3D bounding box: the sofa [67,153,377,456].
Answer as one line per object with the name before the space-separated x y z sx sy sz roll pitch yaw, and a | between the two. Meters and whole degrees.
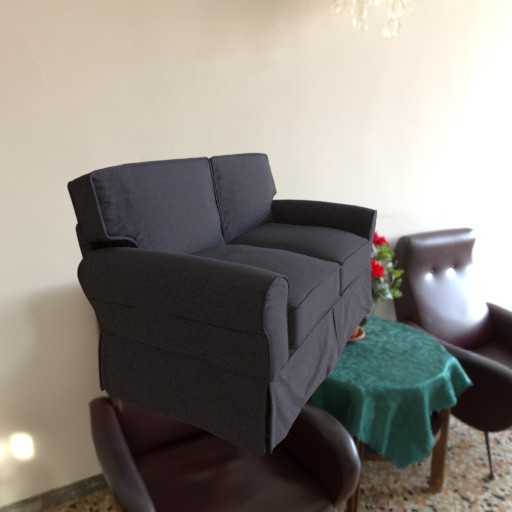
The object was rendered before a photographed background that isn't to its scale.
sofa | 0.000 0.000 2.439 0.997 1.059 1.801 8 17 26
